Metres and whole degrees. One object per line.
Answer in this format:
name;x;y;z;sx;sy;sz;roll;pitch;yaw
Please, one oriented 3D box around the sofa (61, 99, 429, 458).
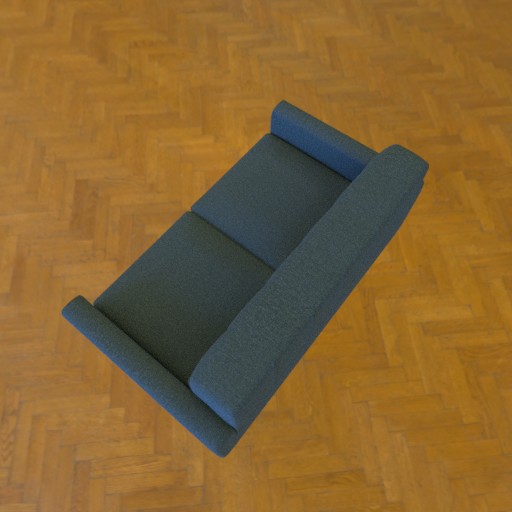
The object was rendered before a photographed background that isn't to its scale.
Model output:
sofa;0.000;0.000;2.252;0.942;0.896;1.651;36;69;16
